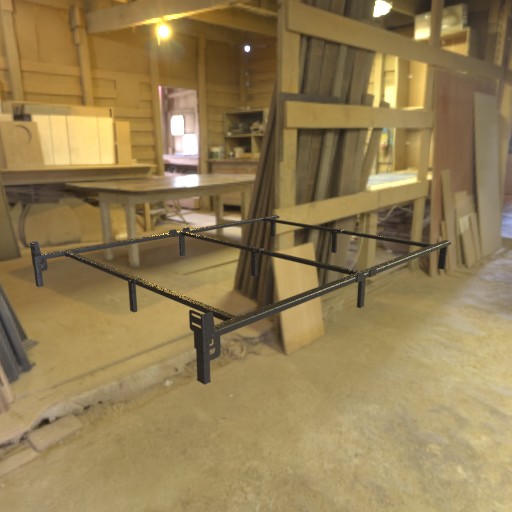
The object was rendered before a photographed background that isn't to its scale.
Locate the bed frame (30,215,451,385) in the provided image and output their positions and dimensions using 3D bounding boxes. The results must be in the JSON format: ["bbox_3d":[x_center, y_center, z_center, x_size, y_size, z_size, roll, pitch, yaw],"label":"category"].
[{"bbox_3d":[0.000,0.000,2.617,1.498,0.248,1.990,14,20,43],"label":"bed frame"}]
